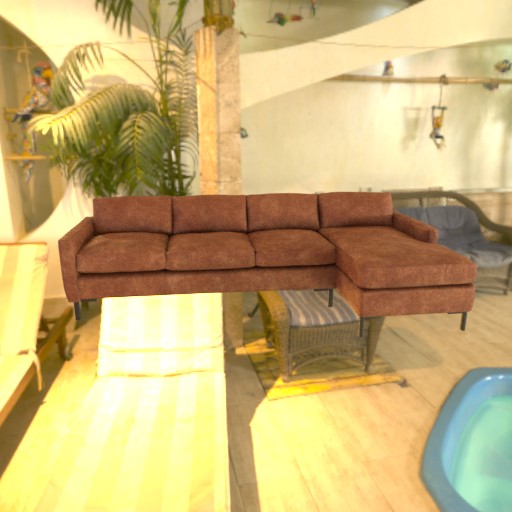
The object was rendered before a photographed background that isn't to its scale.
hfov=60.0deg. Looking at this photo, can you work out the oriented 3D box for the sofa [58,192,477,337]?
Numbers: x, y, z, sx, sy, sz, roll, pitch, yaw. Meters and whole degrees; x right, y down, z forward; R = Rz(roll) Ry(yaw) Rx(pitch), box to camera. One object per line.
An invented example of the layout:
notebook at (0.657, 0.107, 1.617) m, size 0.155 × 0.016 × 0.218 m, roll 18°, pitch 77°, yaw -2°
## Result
sofa at (0.000, 0.000, 3.617) m, size 2.993 × 0.859 × 1.471 m, roll -2°, pitch 16°, yaw -7°
